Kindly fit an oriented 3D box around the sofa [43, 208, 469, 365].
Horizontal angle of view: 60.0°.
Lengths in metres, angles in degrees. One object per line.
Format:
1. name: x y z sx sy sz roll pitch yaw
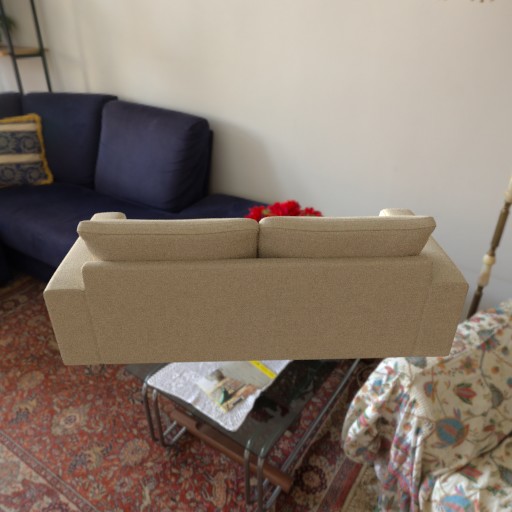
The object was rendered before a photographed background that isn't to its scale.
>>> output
1. sofa: 0.000 0.000 2.872 2.299 0.922 1.040 -1 31 -2
